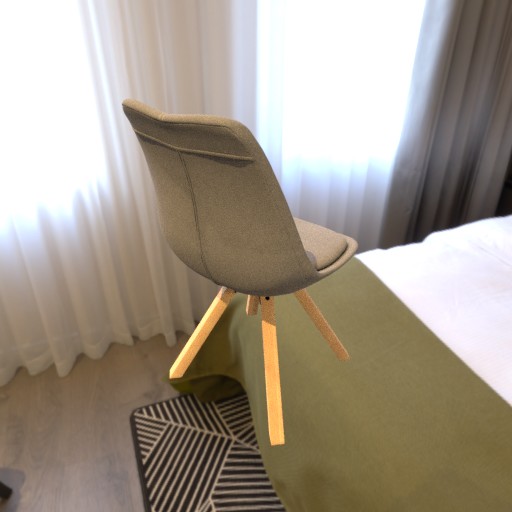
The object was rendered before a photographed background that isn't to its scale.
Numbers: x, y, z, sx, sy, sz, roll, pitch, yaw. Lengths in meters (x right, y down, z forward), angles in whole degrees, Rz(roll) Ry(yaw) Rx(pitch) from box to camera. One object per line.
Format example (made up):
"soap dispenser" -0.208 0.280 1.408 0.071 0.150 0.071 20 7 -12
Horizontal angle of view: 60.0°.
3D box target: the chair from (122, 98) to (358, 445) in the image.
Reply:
"chair" 0.000 0.000 1.190 0.474 0.863 0.549 22 37 32
